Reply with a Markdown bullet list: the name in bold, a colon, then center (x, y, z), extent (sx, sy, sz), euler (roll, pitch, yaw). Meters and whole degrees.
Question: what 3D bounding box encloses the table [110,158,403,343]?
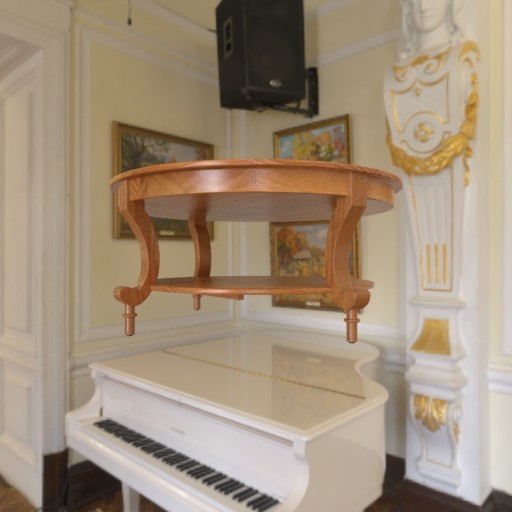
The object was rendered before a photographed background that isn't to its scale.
- **table**: center (0.000, 0.000, 1.629), extent (1.029, 0.490, 1.029), euler (0, 0, 0)
